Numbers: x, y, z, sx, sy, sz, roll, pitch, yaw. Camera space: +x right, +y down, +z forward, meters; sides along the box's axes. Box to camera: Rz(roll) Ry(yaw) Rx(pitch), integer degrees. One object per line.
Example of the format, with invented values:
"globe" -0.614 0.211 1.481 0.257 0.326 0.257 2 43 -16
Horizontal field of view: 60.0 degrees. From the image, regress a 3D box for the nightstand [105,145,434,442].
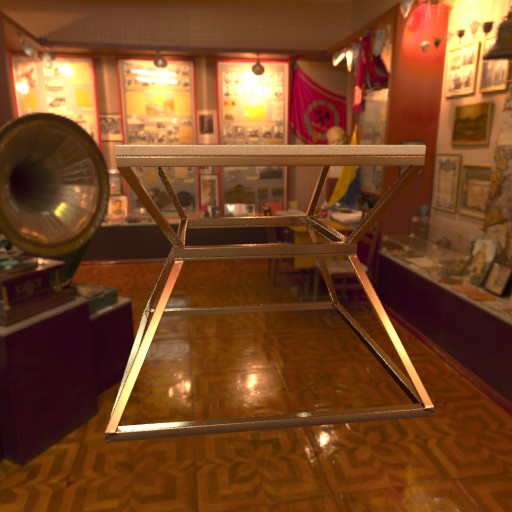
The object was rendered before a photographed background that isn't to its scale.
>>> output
"nightstand" 0.000 0.000 0.881 0.514 0.426 0.513 -2 14 -7
